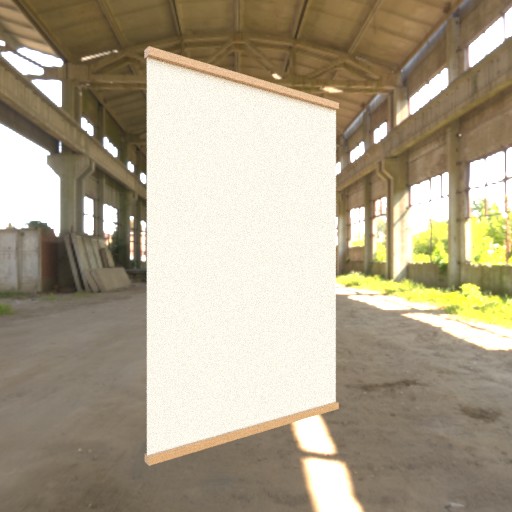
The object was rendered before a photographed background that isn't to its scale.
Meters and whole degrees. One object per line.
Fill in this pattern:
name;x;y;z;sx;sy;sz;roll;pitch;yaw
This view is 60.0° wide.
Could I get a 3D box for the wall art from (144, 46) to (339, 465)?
wall art;0.000;0.000;1.289;0.669;1.020;0.027;0;0;-37
